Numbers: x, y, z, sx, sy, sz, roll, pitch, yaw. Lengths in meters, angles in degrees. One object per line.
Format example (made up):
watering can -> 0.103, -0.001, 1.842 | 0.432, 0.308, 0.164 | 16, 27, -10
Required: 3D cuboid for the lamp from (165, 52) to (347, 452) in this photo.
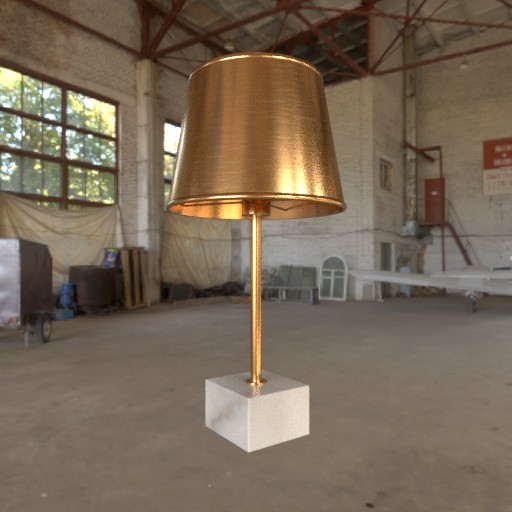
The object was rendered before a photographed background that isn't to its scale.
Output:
lamp -> 0.000, 0.000, 0.518 | 0.208, 0.406, 0.208 | 0, -1, 0
